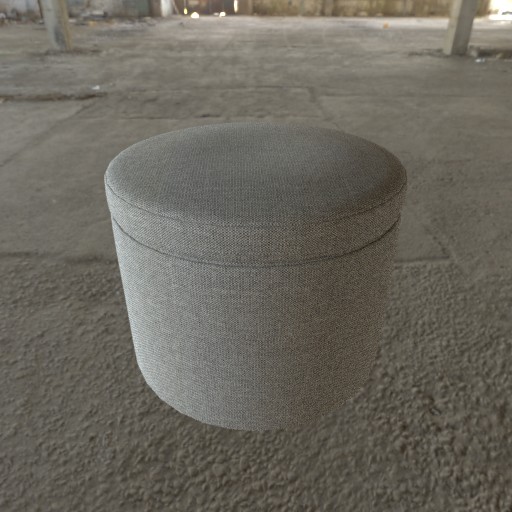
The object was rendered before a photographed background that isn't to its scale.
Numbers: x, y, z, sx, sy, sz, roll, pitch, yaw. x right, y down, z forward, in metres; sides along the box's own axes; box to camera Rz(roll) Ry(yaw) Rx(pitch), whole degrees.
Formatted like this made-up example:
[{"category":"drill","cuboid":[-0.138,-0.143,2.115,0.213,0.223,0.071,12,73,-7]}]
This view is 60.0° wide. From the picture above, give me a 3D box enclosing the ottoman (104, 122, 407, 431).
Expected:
[{"category":"ottoman","cuboid":[0.000,0.000,0.850,0.500,0.419,0.500,0,31,0]}]
